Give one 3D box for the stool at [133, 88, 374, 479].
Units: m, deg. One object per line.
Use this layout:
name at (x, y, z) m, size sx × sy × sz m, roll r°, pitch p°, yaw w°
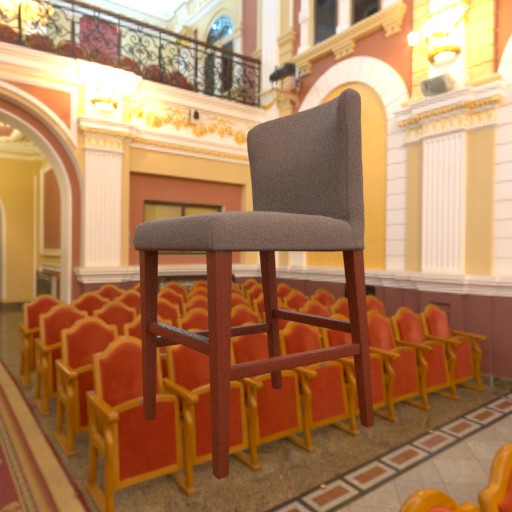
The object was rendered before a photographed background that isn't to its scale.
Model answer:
stool at (0.000, 0.000, 1.286) m, size 0.568 × 0.968 × 0.481 m, roll -1°, pitch 1°, yaw -36°
